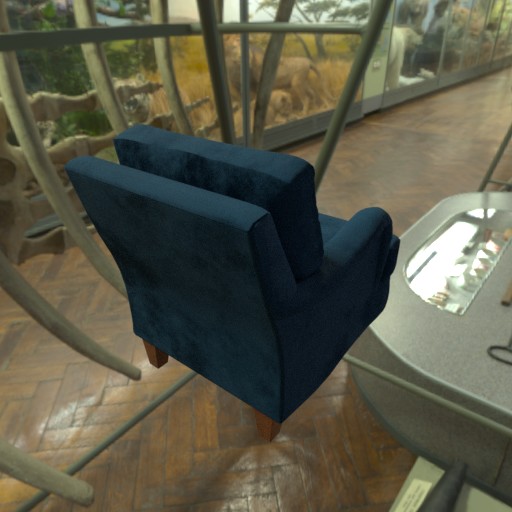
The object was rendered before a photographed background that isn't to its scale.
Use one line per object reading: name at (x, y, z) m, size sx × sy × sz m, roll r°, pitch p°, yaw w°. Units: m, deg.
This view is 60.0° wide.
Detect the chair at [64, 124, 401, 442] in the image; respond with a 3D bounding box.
chair at (0.000, 0.000, 1.859) m, size 0.895 × 1.076 × 1.078 m, roll 21°, pitch 35°, yaw 33°
